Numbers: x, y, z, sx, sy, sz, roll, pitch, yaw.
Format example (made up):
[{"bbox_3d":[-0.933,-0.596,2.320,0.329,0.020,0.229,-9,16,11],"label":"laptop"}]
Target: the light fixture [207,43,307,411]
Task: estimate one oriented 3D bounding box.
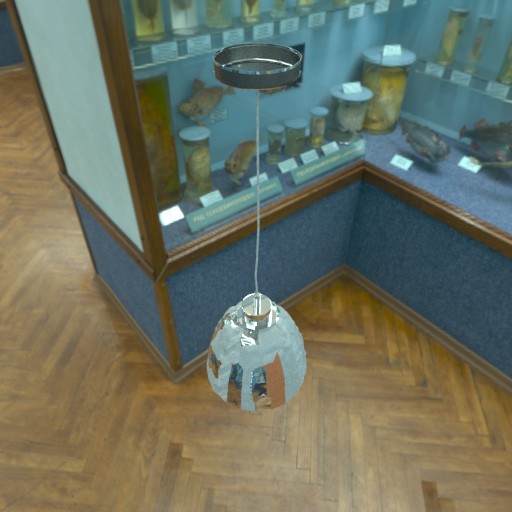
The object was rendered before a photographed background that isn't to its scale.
[{"bbox_3d":[0.000,0.000,1.757,0.500,1.511,0.496,-26,48,-27],"label":"light fixture"}]
